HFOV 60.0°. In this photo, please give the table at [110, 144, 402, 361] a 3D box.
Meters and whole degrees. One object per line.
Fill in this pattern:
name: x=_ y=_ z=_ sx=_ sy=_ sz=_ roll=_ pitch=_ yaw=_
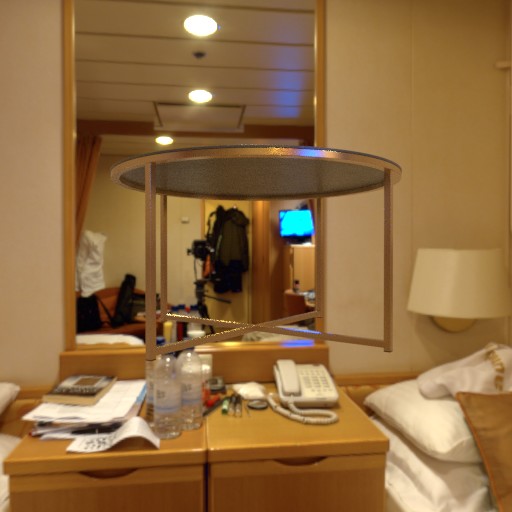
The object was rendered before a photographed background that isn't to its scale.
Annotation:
table: x=0.000 y=0.000 z=1.282 sx=0.800 sy=0.450 sz=0.800 roll=0 pitch=1 yaw=0
